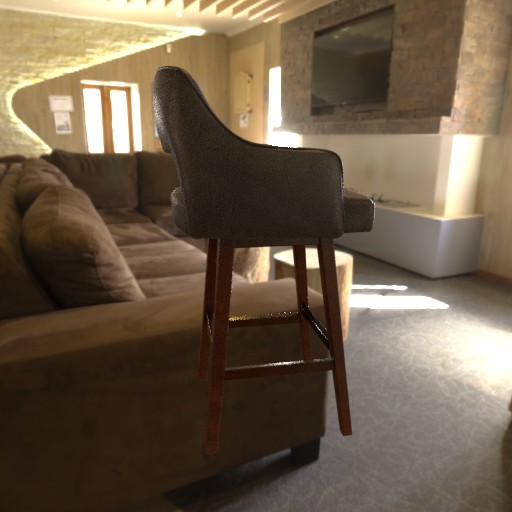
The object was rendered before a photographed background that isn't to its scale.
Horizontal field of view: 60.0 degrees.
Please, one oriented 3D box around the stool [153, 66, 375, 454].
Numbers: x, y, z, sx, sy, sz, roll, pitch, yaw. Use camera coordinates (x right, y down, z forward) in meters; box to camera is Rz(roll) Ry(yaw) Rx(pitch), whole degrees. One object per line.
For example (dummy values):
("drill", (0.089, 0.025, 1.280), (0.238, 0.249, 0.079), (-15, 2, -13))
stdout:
("stool", (0.000, 0.000, 1.358), (0.560, 1.041, 0.550), (-3, 15, -10))
